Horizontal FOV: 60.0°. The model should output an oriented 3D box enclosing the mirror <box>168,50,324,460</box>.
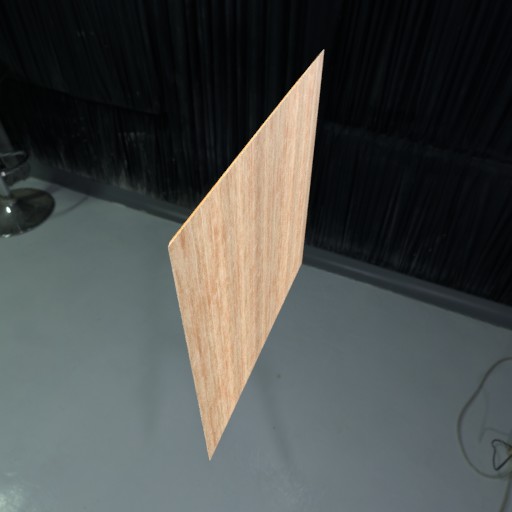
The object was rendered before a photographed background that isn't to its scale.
[{"bbox_3d":[0.000,0.000,0.961,0.047,0.651,0.651,16,47,15],"label":"mirror"}]
